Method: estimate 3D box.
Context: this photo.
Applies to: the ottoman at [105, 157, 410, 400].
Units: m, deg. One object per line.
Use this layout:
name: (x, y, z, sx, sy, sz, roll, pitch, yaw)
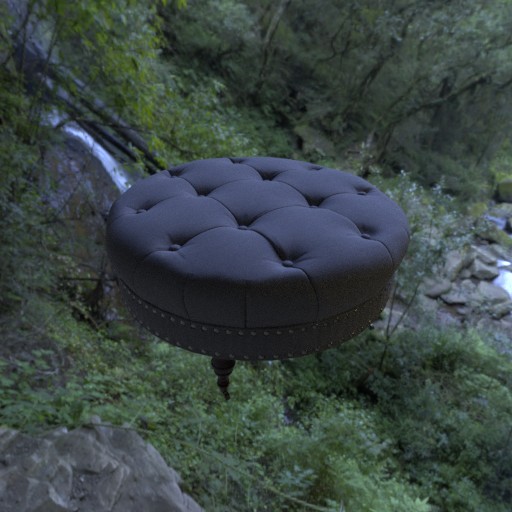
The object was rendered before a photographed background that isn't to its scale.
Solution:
ottoman: (0.000, 0.000, 1.413, 0.901, 0.439, 0.901, 0, 31, 0)
